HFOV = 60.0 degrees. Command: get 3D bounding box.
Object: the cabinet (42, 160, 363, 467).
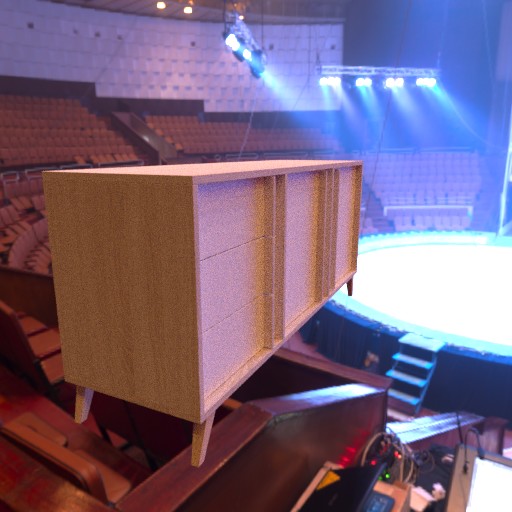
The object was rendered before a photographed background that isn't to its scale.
[{"bbox_3d":[0.000,0.000,1.924,0.500,0.780,1.649,7,15,26],"label":"cabinet"}]
